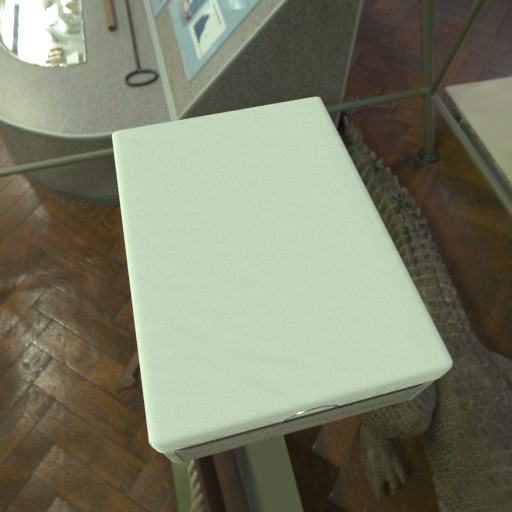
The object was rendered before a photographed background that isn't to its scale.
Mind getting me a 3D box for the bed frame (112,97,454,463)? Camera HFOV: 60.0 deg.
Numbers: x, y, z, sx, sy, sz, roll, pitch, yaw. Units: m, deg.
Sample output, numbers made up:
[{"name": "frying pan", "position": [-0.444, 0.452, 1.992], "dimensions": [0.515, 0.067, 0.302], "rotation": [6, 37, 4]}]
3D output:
[{"name": "bed frame", "position": [0.000, 0.000, 2.590], "dimensions": [1.400, 0.561, 1.900], "rotation": [-12, 59, -8]}]
